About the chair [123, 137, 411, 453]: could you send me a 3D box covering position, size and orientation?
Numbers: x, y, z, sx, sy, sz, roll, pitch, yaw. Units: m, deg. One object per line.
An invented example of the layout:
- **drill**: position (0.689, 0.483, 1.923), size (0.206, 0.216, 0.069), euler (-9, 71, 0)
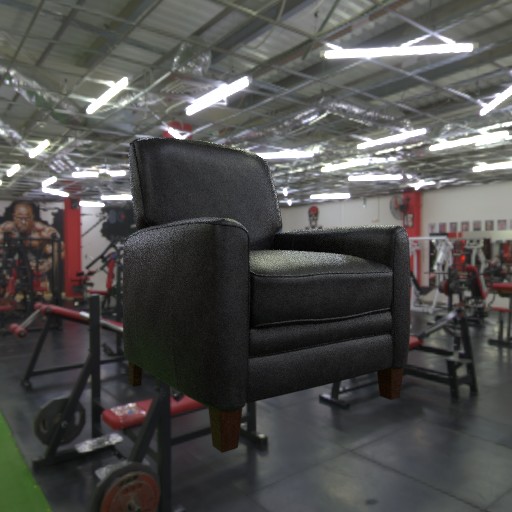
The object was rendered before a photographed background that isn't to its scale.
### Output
- **chair**: position (0.000, 0.000, 1.671), size (0.848, 1.014, 0.864), euler (-1, 2, -35)
